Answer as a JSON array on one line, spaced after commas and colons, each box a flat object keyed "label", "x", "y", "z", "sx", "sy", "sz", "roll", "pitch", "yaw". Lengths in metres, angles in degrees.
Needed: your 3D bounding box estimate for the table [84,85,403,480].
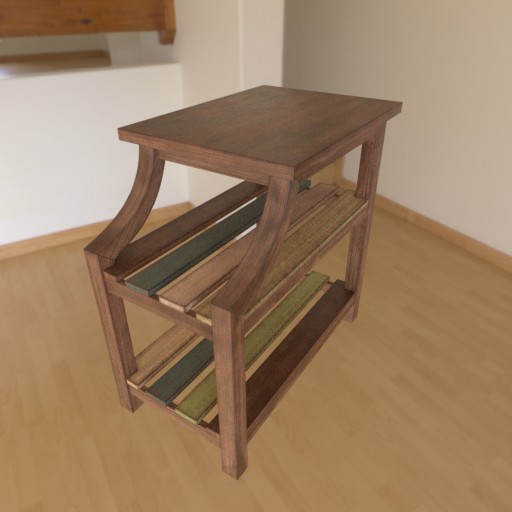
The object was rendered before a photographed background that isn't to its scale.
[{"label": "table", "x": 0.000, "y": 0.000, "z": 0.971, "sx": 0.356, "sy": 0.584, "sz": 0.609, "roll": 19, "pitch": 36, "yaw": 28}]
